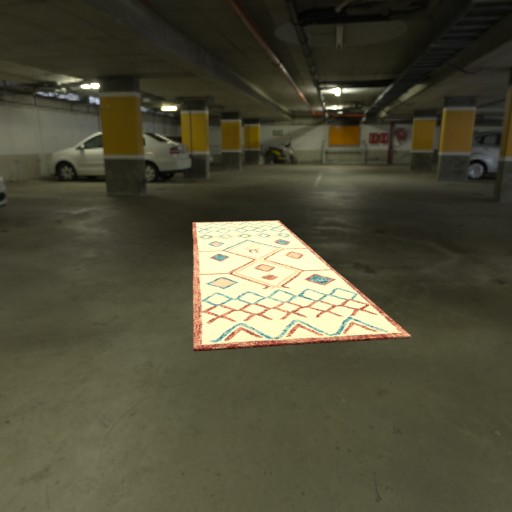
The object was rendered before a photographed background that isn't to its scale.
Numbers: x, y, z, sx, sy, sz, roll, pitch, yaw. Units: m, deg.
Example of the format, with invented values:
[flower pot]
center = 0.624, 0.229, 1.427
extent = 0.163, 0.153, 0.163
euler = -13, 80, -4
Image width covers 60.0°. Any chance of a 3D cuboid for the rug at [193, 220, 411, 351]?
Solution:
[rug]
center = 0.000, 0.000, 2.652
extent = 0.750, 0.011, 2.435
euler = -2, 14, -8
